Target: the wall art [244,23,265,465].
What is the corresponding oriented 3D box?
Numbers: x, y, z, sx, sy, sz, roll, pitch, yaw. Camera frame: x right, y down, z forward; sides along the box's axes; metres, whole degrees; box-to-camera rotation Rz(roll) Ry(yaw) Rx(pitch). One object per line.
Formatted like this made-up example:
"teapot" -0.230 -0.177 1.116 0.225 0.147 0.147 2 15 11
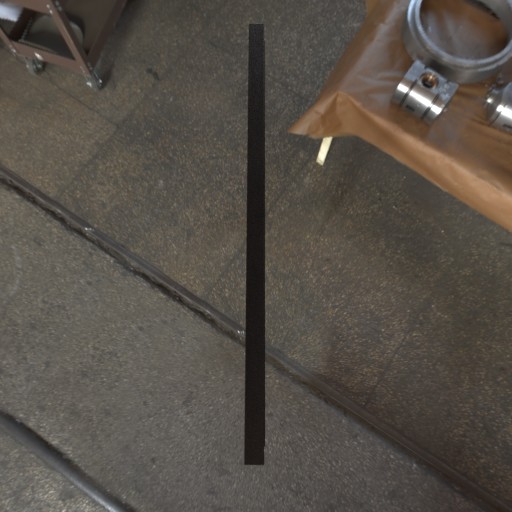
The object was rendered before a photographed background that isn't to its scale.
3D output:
"wall art" 0.000 0.000 0.854 0.027 0.458 0.657 0 75 0
